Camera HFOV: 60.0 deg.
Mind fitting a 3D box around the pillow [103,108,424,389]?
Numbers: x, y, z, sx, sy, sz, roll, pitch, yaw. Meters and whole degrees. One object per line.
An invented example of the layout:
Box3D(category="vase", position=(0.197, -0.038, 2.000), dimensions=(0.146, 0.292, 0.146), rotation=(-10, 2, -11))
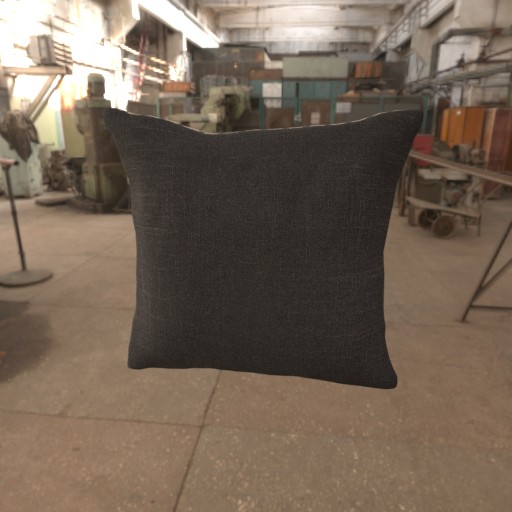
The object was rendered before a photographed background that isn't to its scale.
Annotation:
Box3D(category="pillow", position=(0.000, 0.000, 0.698), dimensions=(0.468, 0.444, 0.138), rotation=(3, 17, 8))
